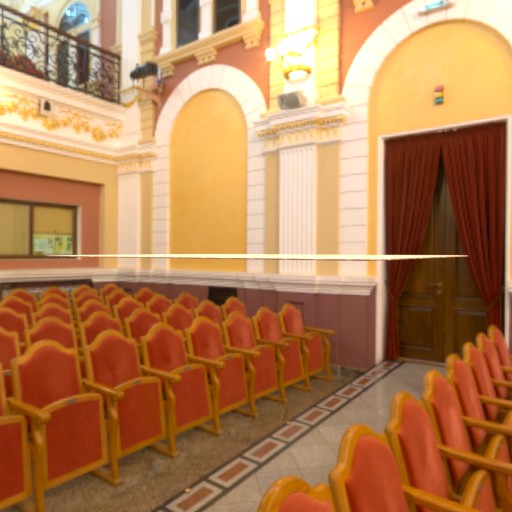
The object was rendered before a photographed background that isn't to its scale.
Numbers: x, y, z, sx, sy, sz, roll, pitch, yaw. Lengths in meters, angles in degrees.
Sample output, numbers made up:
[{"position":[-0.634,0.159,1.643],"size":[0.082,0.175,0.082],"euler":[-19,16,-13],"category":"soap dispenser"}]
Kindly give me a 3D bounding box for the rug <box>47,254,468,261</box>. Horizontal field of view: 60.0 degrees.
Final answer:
[{"position":[0.000,0.000,4.342],"size":[3.353,0.010,2.438],"euler":[0,1,37],"category":"rug"}]
